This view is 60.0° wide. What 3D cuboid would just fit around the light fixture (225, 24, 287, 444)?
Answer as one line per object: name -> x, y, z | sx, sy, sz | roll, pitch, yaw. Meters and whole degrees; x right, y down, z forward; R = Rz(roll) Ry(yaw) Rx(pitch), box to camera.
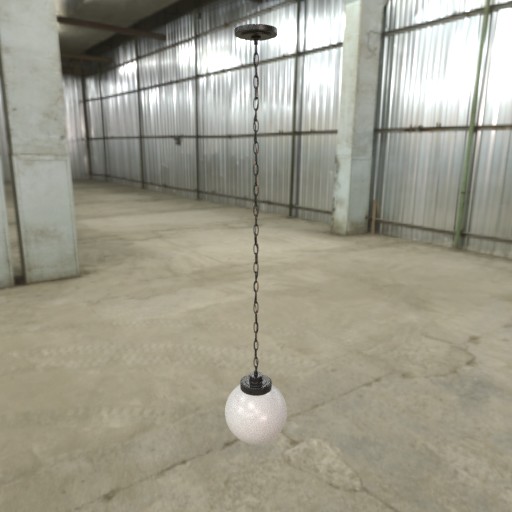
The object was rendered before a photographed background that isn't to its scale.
light fixture -> 0.000, 0.000, 1.995 | 0.304, 1.867, 0.305 | -2, 14, -8
